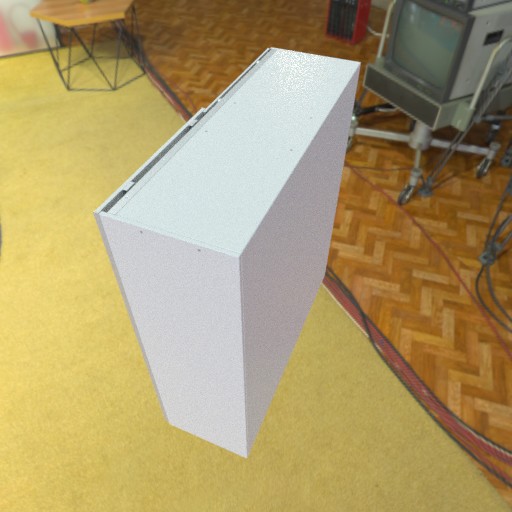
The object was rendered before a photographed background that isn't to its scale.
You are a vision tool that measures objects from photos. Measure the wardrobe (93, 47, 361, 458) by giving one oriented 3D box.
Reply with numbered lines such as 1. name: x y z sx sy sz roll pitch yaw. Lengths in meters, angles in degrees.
1. wardrobe: 0.000 0.000 2.915 0.629 1.960 1.780 17 49 16
